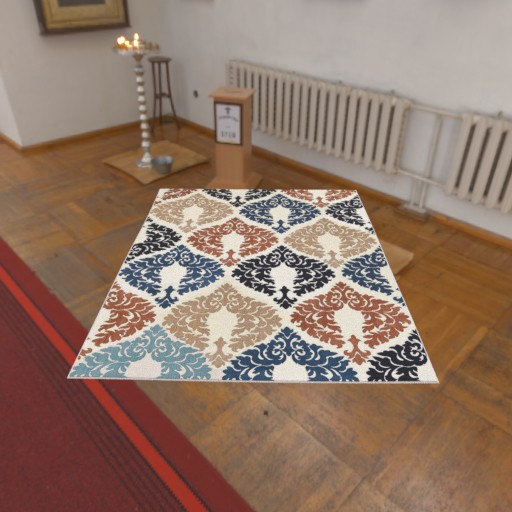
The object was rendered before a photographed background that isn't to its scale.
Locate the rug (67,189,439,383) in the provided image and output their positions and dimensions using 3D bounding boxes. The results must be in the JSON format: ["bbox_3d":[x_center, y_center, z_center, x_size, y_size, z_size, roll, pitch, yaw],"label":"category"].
[{"bbox_3d":[0.000,0.000,4.147,2.423,0.014,3.040,0,32,1],"label":"rug"}]
